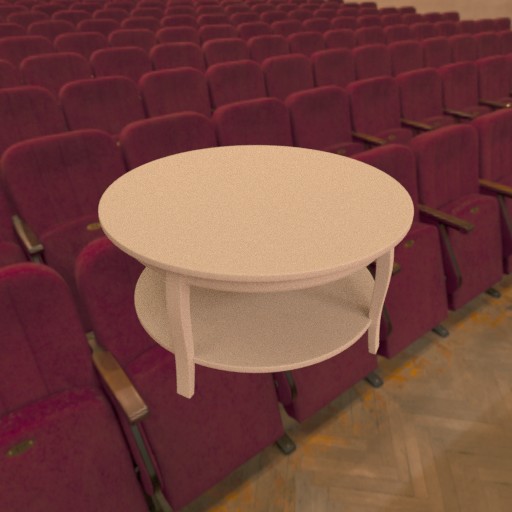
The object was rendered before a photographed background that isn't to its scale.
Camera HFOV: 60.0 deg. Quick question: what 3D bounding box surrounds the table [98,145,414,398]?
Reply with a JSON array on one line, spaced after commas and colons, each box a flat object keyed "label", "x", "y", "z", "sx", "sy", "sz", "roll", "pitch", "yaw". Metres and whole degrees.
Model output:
[{"label": "table", "x": 0.000, "y": 0.000, "z": 1.453, "sx": 0.910, "sy": 0.457, "sz": 0.910, "roll": 0, "pitch": 31, "yaw": 0}]
